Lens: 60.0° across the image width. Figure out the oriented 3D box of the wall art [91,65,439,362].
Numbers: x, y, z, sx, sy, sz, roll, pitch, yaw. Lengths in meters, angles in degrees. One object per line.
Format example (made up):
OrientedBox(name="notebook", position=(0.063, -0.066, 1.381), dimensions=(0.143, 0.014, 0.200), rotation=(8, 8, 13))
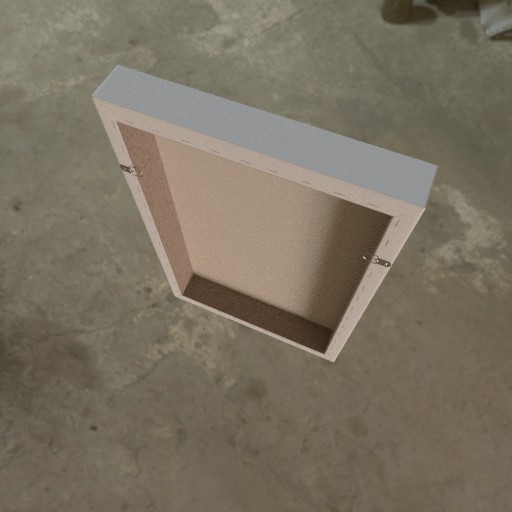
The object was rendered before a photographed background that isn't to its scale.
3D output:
OrientedBox(name="wall art", position=(0.000, 0.000, 0.483), dimensions=(0.252, 0.381, 0.039), rotation=(21, 64, 11))
